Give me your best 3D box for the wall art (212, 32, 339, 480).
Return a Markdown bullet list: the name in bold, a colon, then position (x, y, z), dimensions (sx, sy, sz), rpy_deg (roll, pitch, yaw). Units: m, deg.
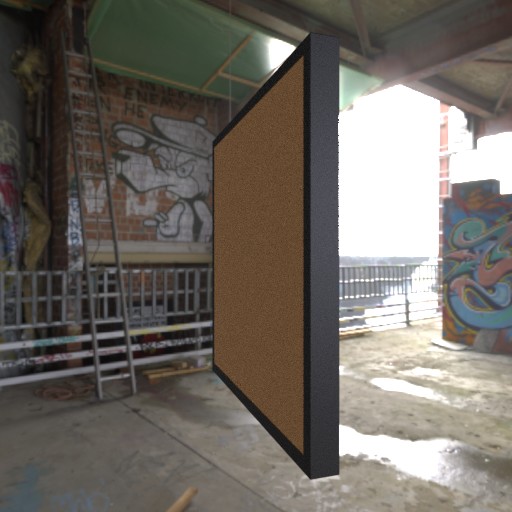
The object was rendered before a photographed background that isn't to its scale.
- **wall art**: position (0.000, 0.000, 0.747), dimensions (0.037, 0.506, 0.506), rpy_deg (0, 0, -18)
